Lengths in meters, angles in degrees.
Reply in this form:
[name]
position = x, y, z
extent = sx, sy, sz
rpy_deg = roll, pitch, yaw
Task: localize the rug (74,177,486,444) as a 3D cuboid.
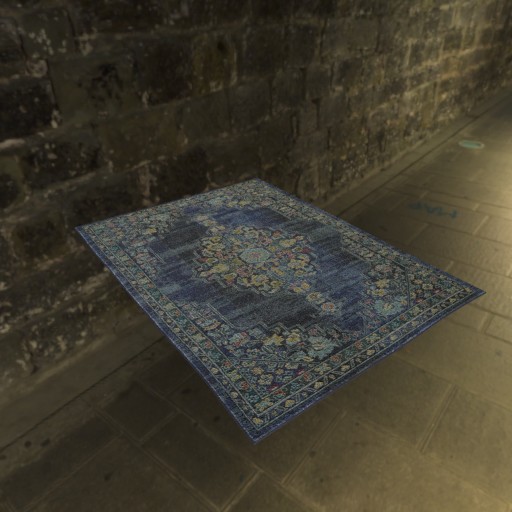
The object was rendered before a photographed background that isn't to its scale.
[rug]
position = 0.000, 0.000, 4.704
extent = 2.716, 0.035, 3.612
rpy_deg = -21, 37, -30
